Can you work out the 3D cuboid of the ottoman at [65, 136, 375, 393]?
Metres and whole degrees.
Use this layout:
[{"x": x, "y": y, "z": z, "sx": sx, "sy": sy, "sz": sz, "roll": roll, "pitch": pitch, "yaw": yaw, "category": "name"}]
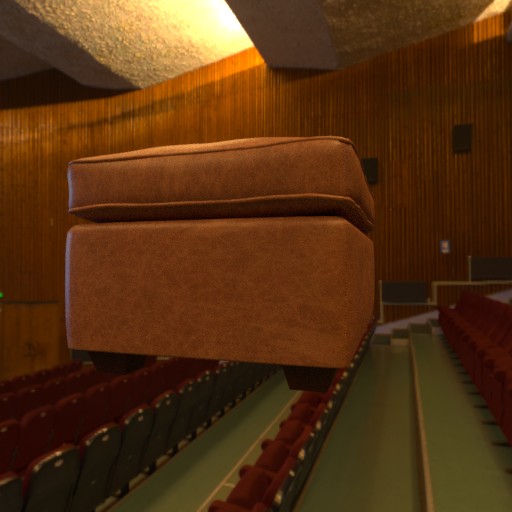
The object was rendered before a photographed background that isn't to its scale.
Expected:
[{"x": 0.000, "y": 0.000, "z": 1.117, "sx": 0.554, "sy": 0.468, "sz": 0.756, "roll": 0, "pitch": -1, "yaw": 18, "category": "ottoman"}]
